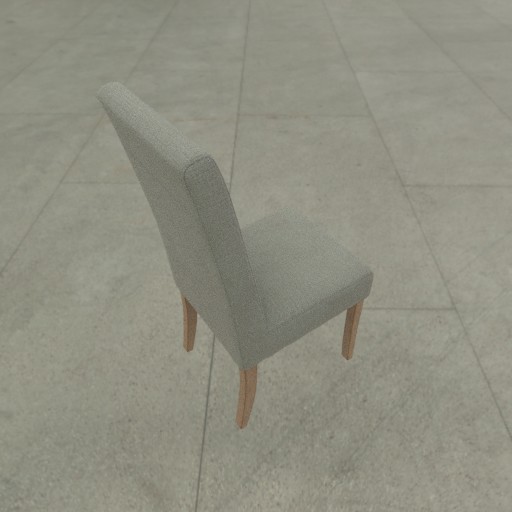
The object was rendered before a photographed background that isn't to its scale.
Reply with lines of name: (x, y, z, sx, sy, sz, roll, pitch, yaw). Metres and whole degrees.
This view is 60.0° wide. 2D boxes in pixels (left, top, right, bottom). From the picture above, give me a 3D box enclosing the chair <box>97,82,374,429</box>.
chair: (0.000, 0.000, 1.343, 0.611, 1.033, 0.450, -24, 47, -25)
